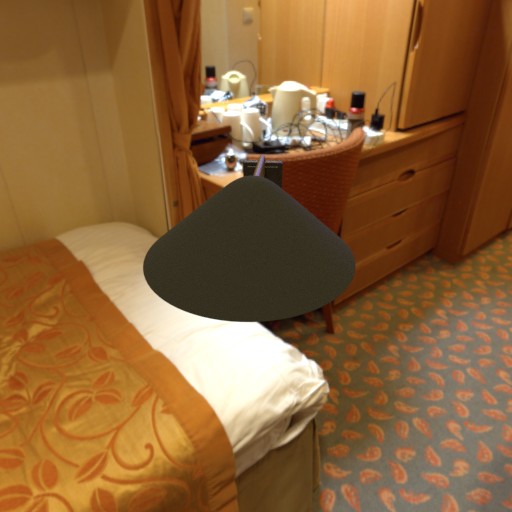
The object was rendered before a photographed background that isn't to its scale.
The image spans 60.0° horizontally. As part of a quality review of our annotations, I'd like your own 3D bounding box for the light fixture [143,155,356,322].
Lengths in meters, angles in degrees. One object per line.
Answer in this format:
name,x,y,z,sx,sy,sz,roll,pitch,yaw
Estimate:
light fixture,0.000,0.000,0.670,0.240,0.312,0.516,2,31,3
